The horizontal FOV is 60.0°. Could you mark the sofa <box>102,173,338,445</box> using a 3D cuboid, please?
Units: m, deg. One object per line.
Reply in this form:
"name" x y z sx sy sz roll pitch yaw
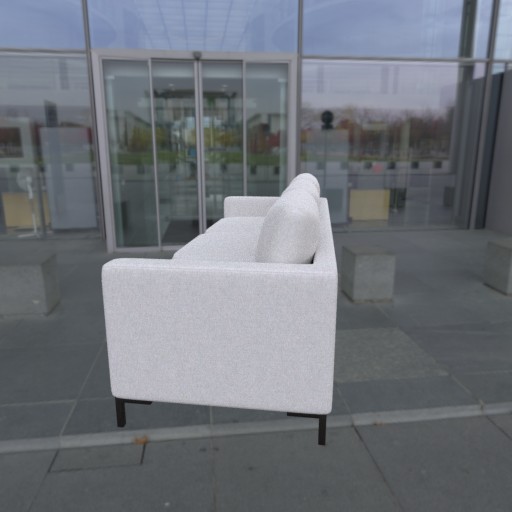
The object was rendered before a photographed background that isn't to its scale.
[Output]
"sofa" 0.000 0.000 2.627 0.859 0.874 2.218 2 14 8
